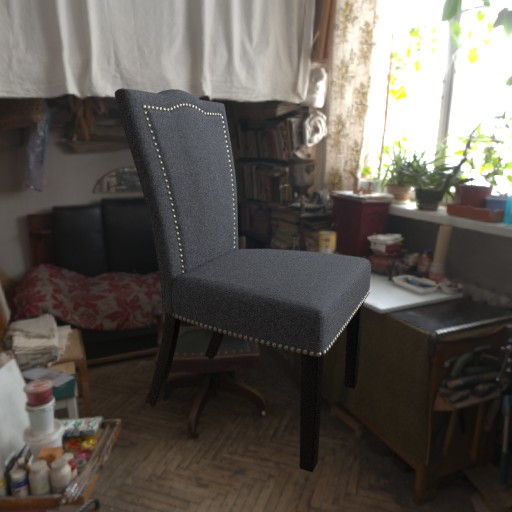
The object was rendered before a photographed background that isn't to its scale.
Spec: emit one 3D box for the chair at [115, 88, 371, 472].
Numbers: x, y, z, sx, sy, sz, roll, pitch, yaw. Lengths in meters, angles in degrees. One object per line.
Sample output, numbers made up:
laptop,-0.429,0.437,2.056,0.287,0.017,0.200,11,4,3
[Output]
chair,0.000,0.000,1.304,0.589,0.946,0.518,7,16,25
